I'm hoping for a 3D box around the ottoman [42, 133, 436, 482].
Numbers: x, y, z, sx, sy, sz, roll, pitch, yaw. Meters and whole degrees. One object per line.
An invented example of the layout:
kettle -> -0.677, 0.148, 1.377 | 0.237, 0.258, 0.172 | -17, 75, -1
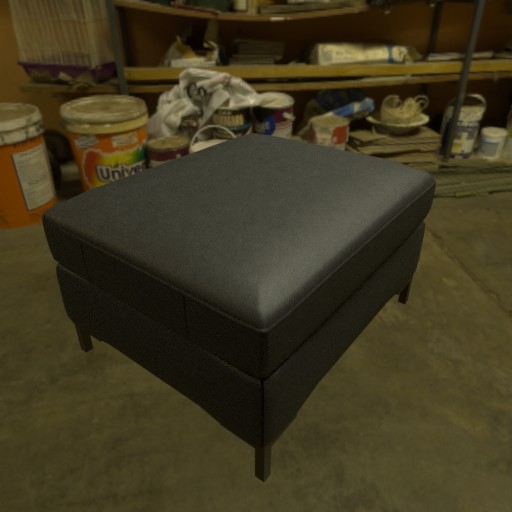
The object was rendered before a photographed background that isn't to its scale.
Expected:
ottoman -> 0.000, 0.000, 1.774 | 0.967, 0.696, 1.187 | 22, 38, 31
